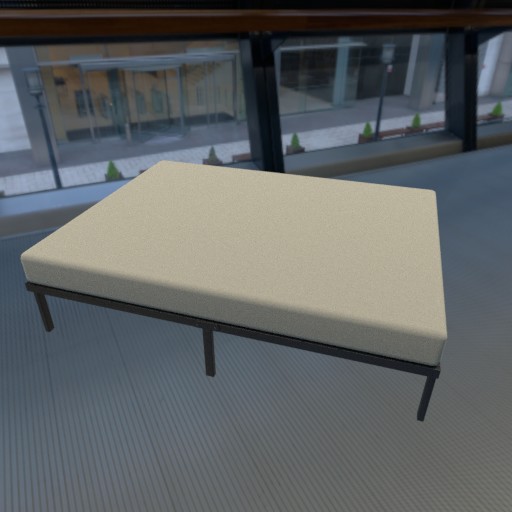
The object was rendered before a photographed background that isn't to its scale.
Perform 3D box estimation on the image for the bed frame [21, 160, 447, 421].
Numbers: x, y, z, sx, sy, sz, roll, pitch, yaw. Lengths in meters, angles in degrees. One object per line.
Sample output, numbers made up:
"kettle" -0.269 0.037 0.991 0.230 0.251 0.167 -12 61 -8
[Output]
"bed frame" 0.000 0.000 3.494 2.635 0.680 1.990 9 32 15
